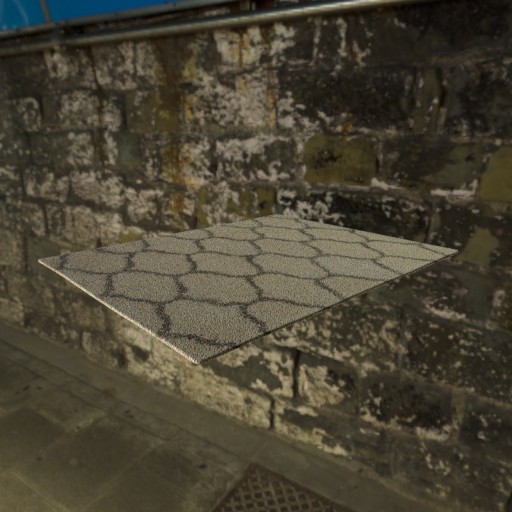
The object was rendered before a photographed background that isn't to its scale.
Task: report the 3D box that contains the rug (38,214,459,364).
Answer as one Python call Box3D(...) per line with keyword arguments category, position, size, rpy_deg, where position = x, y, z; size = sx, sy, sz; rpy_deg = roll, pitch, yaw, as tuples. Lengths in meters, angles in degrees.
Box3D(category="rug", position=(0.000, 0.000, 4.009), size=(3.000, 0.026, 2.399), rpy_deg=(-15, 22, -41))
